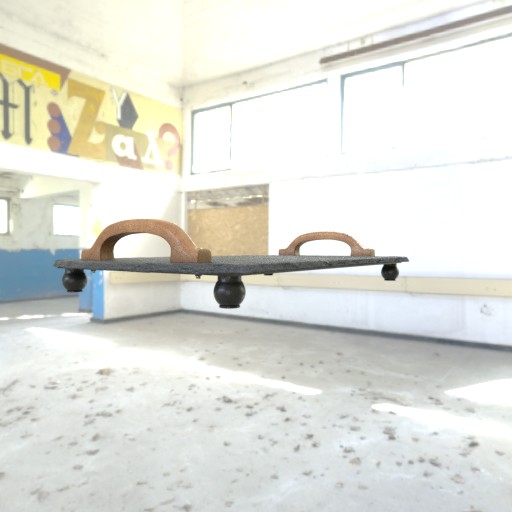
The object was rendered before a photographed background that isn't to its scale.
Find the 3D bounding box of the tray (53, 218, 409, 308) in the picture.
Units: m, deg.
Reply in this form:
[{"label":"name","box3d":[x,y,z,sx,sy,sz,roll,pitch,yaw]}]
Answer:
[{"label":"tray","box3d":[0.000,0.000,0.470,0.231,0.062,0.387,1,1,36]}]
